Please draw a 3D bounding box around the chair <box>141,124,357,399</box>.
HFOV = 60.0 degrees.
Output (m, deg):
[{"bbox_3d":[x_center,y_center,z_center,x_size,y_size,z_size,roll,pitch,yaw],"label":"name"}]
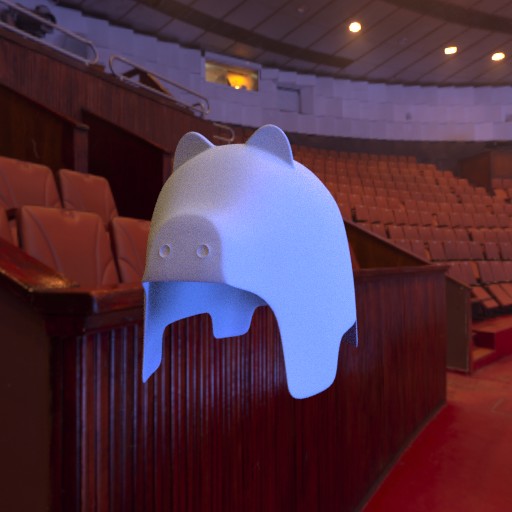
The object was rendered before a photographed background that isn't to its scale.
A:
[{"bbox_3d":[0.000,0.000,0.871,0.364,0.423,0.619,0,0,18],"label":"chair"}]
